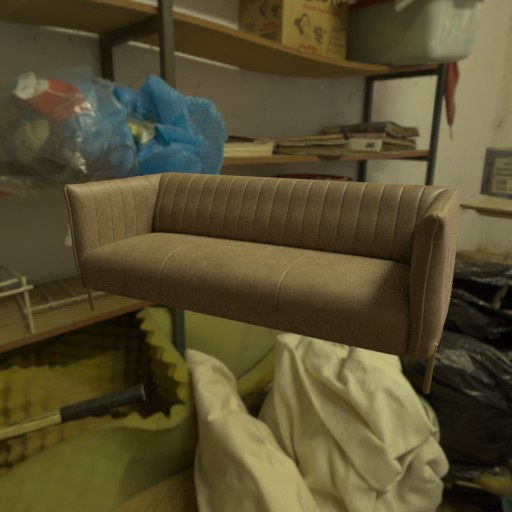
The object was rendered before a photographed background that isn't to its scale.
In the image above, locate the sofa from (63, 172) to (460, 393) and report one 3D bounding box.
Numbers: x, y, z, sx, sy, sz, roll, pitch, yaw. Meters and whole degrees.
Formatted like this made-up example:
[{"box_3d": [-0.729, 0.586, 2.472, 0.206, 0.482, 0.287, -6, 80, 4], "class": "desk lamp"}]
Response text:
[{"box_3d": [0.000, 0.000, 2.428, 1.980, 0.779, 0.876, 8, 18, 26], "class": "sofa"}]
